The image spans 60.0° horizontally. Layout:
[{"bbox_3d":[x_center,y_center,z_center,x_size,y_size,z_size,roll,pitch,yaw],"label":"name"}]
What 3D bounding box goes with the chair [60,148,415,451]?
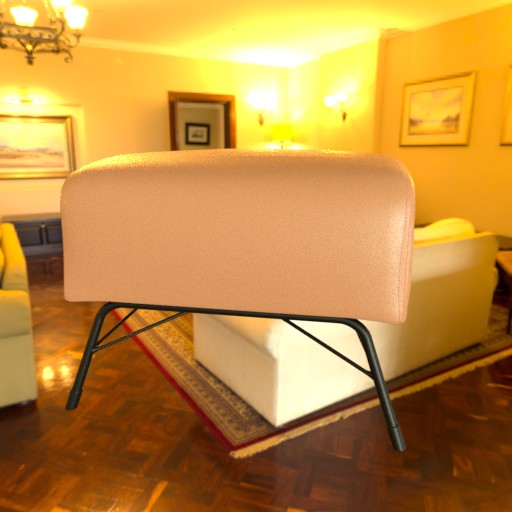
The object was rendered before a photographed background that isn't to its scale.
[{"bbox_3d":[0.000,0.000,0.869,0.530,0.410,0.530,3,14,11],"label":"chair"}]
